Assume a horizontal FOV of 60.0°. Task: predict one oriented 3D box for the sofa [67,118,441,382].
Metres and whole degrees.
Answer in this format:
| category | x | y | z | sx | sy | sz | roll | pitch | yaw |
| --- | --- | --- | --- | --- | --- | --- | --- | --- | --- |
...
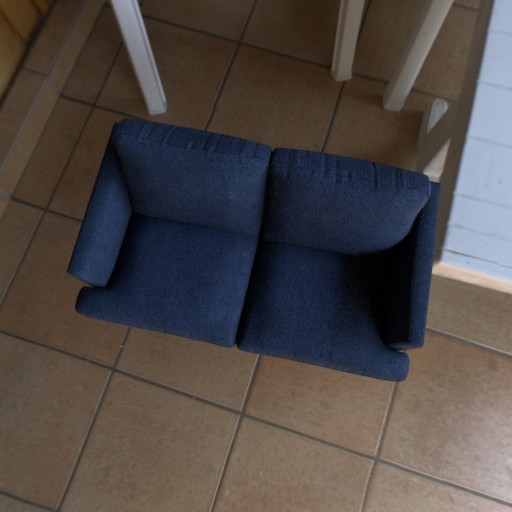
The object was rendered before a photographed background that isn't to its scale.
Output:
| category | x | y | z | sx | sy | sz | roll | pitch | yaw |
| --- | --- | --- | --- | --- | --- | --- | --- | --- | --- |
| sofa | 0.000 | 0.000 | 2.146 | 1.582 | 0.944 | 0.903 | 11 | 76 | 3 |
